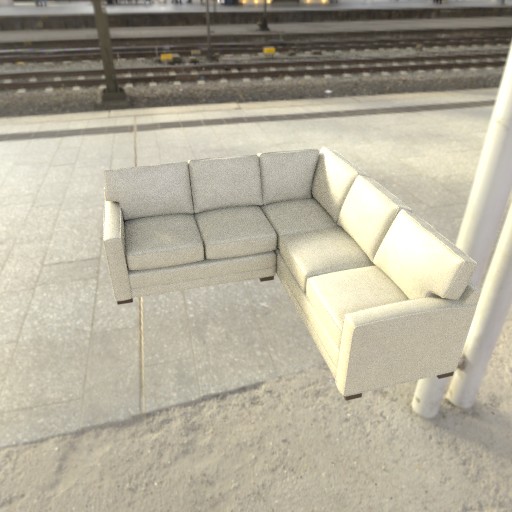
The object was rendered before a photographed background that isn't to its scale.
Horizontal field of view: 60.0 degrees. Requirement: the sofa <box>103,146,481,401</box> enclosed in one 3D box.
[{"bbox_3d":[0.000,0.000,3.362,2.188,0.936,2.211,-9,33,-14],"label":"sofa"}]
